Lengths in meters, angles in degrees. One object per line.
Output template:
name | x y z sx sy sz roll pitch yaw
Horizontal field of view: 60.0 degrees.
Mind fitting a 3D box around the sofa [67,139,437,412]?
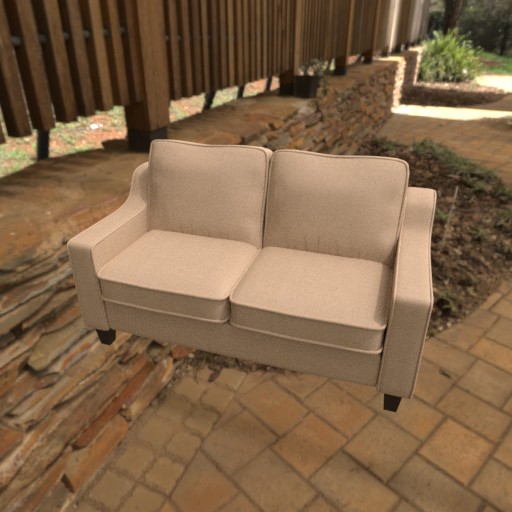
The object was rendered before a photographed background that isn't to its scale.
sofa | 0.000 0.000 3.553 2.587 1.562 1.351 9 29 16
